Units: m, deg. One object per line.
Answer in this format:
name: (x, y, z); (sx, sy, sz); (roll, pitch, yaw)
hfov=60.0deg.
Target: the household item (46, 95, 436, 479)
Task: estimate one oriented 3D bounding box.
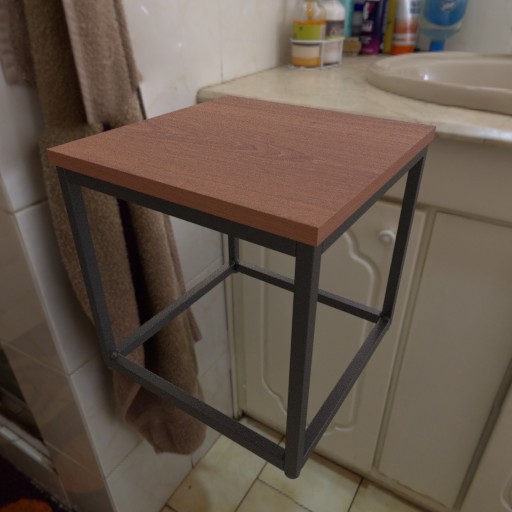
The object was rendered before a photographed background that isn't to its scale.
household item: (0.000, 0.000, 0.738); (0.400, 0.400, 0.400); (19, 36, 28)
